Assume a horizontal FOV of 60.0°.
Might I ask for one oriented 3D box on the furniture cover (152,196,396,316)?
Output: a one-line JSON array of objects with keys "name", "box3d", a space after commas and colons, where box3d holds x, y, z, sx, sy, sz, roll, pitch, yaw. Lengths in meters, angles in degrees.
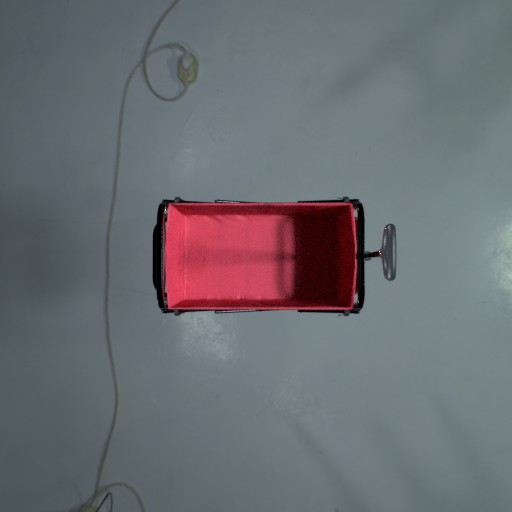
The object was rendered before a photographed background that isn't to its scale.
[{"name": "furniture cover", "box3d": [0.000, 0.000, 1.817, 1.038, 1.295, 0.532, 0, 89, 1]}]
